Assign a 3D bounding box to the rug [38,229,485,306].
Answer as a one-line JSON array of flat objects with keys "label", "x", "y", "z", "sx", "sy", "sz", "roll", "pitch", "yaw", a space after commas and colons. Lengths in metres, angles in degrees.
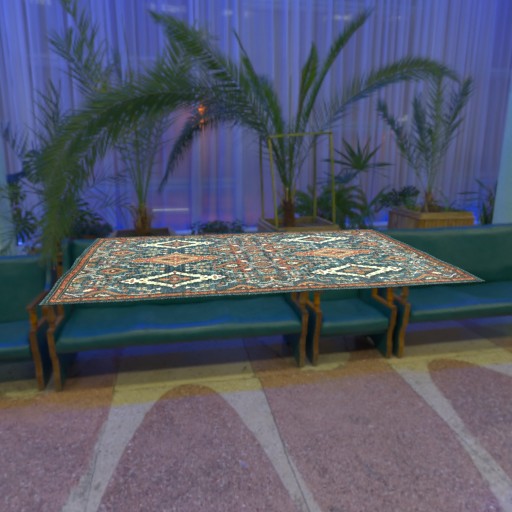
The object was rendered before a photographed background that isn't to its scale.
[{"label": "rug", "x": 0.000, "y": 0.000, "z": 4.286, "sx": 3.371, "sy": 0.008, "sz": 2.190, "roll": -2, "pitch": 15, "yaw": -9}]
